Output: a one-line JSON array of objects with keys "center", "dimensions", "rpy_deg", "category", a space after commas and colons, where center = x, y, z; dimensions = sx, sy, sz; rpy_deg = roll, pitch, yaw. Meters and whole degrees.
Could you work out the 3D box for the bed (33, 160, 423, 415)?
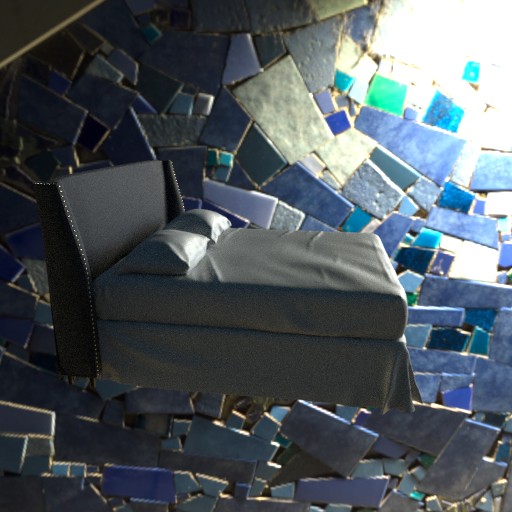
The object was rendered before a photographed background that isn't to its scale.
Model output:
[{"center": [0.000, 0.000, 3.400], "dimensions": [2.276, 1.332, 1.925], "rpy_deg": [3, 16, 9], "category": "bed"}]
